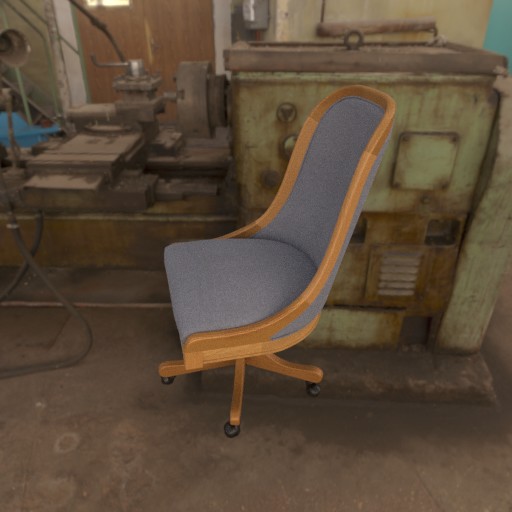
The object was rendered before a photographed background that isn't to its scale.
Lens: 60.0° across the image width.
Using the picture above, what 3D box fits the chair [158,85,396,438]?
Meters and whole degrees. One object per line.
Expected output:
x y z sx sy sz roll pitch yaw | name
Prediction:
0.000 0.000 1.485 0.735 1.031 0.605 -8 31 -13 | chair
